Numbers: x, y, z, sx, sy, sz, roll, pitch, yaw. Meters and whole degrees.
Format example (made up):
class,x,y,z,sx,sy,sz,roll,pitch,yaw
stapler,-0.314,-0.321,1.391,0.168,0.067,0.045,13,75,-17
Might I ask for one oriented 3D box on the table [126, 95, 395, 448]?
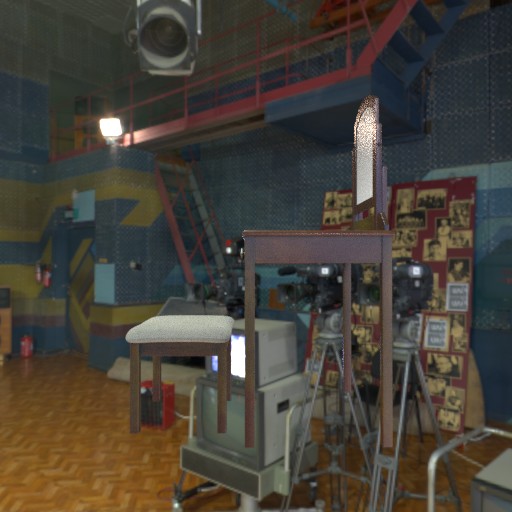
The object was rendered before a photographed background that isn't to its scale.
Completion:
class,x,y,z,sx,sy,sz,roll,pitch,yaw
table,0.000,0.000,2.293,1.211,1.631,0.876,0,-1,-1
